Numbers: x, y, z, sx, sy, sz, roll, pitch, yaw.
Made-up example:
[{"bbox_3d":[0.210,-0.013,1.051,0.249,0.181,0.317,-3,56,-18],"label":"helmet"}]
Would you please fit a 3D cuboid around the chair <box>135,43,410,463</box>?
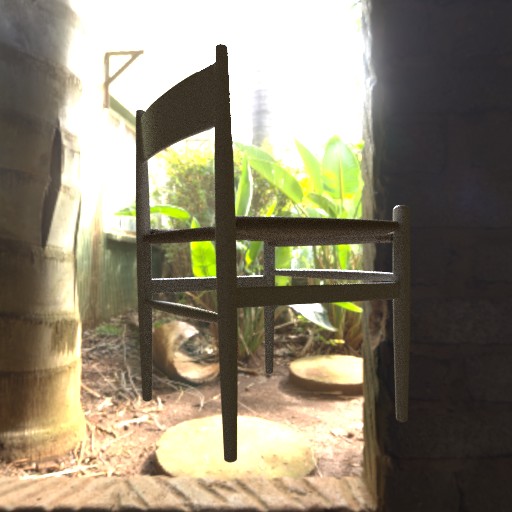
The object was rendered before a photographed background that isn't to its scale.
[{"bbox_3d":[0.000,0.000,1.105,0.495,0.762,0.556,0,-1,-34],"label":"chair"}]
